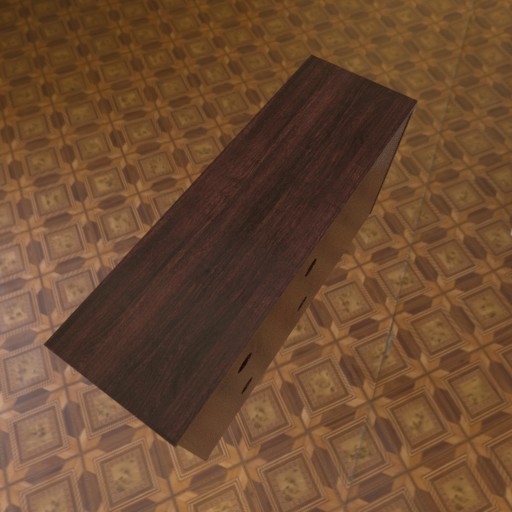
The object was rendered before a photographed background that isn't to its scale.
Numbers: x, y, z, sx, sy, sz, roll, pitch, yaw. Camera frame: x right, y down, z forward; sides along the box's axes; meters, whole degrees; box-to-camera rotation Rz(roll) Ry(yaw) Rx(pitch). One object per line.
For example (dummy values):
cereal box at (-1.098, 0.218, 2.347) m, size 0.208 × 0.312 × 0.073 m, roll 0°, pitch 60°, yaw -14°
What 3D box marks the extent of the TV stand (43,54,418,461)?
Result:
TV stand at (0.000, 0.000, 1.463) m, size 0.404 × 0.614 × 1.192 m, roll 31°, pitch 66°, yaw 15°
